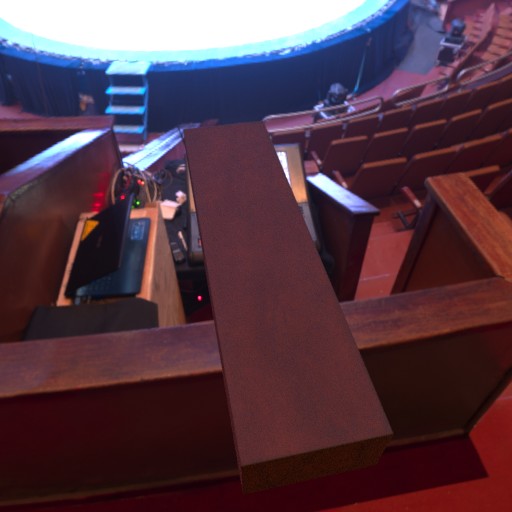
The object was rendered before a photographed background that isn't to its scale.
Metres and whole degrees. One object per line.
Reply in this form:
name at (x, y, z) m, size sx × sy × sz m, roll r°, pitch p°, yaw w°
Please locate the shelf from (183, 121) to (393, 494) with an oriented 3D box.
shelf at (0.000, 0.000, 0.660) m, size 0.152 × 0.088 × 0.607 m, roll -8°, pitch 47°, yaw -8°
